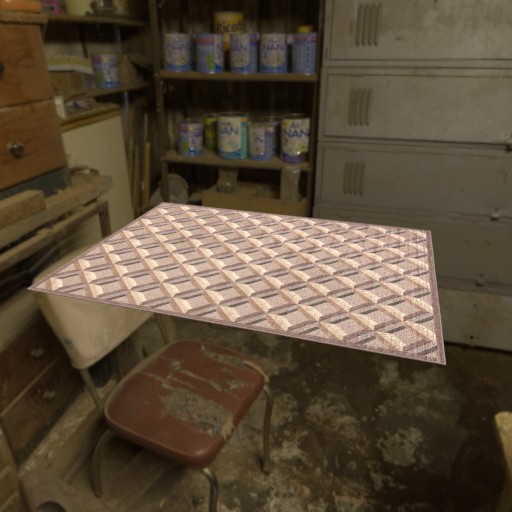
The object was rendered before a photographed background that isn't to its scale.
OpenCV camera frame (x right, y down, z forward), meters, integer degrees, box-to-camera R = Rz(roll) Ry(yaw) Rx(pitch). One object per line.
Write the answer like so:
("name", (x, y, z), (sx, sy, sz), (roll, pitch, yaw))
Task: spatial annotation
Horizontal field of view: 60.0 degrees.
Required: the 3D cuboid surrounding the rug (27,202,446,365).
("rug", (0.000, 0.000, 4.307), (3.294, 0.018, 2.382), (8, 26, 16))
